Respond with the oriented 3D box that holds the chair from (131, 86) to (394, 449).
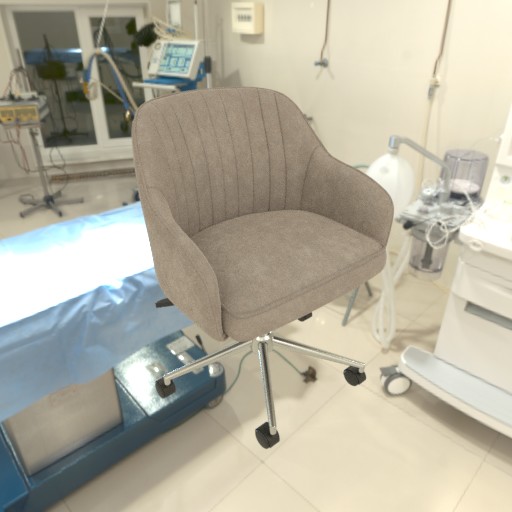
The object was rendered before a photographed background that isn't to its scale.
[{"bbox_3d":[0.000,0.000,1.264,0.635,0.831,0.573,-22,36,-33],"label":"chair"}]
